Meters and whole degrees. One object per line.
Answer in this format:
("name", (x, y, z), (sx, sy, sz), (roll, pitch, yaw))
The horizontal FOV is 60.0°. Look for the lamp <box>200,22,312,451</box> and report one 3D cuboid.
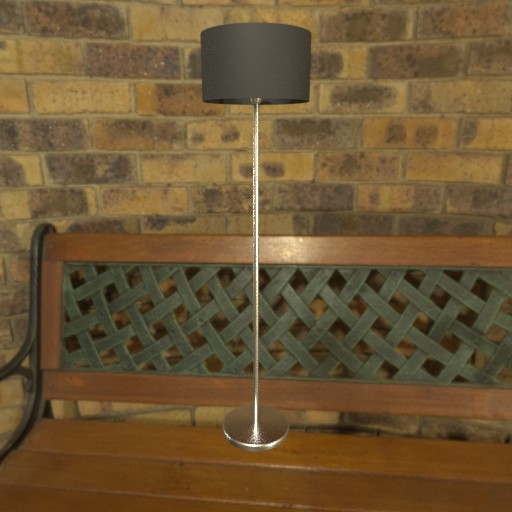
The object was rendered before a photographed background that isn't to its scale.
("lamp", (0.000, 0.000, 1.591), (0.348, 1.443, 0.348), (-7, 17, -24))
